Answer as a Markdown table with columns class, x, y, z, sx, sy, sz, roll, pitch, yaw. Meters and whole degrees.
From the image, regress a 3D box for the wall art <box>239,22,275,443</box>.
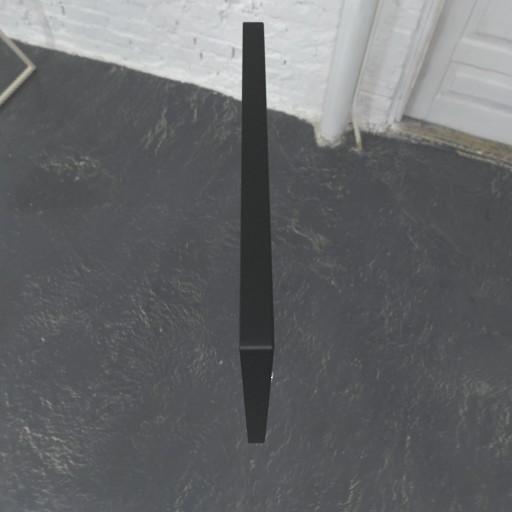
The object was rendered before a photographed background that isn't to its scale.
| class | x | y | z | sx | sy | sz | roll | pitch | yaw |
| --- | --- | --- | --- | --- | --- | --- | --- | --- | --- |
| wall art | 0.000 | 0.000 | 0.891 | 0.043 | 0.611 | 0.610 | 0 | 58 | 0 |
